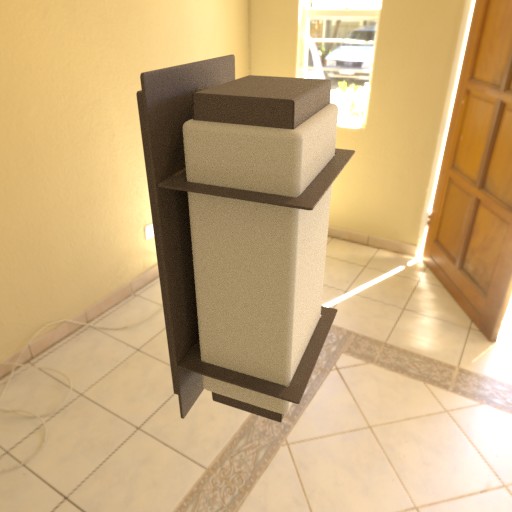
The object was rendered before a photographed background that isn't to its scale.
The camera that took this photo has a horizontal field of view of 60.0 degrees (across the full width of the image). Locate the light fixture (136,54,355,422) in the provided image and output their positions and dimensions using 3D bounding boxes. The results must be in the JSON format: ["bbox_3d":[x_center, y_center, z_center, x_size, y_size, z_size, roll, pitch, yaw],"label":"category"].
[{"bbox_3d":[0.000,0.000,0.436,0.146,0.347,0.153,11,31,19],"label":"light fixture"}]
